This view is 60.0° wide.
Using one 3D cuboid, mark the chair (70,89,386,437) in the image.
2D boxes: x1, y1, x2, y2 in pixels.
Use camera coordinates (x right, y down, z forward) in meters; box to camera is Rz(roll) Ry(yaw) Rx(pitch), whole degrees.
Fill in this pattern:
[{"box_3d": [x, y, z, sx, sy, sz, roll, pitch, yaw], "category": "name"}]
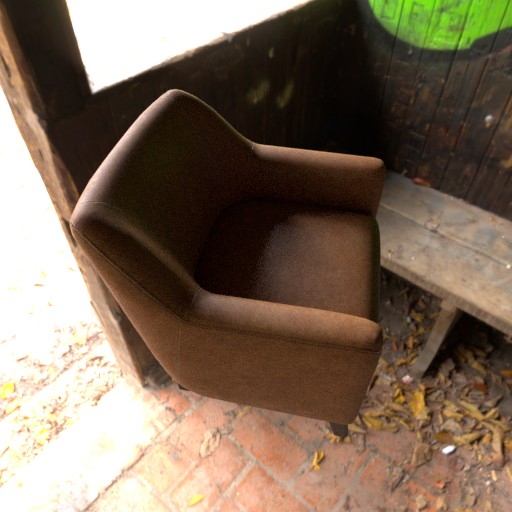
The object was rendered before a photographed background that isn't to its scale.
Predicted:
[{"box_3d": [0.000, 0.000, 1.837, 1.034, 0.980, 1.037, 9, 47, 8], "category": "chair"}]
